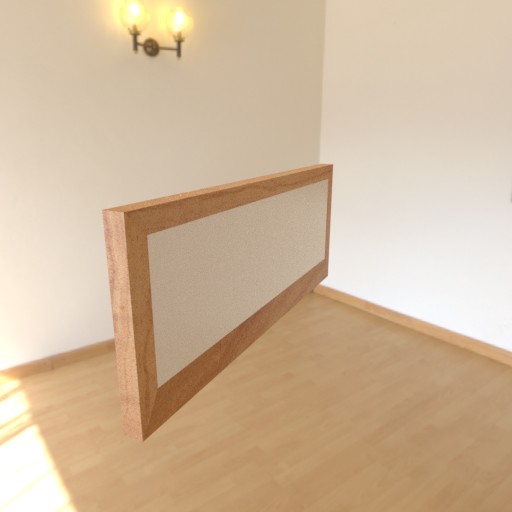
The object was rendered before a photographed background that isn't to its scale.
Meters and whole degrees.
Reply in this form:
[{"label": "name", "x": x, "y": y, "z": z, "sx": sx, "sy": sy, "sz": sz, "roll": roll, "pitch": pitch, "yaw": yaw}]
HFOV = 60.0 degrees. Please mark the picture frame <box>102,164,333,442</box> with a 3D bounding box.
[{"label": "picture frame", "x": 0.000, "y": 0.000, "z": 0.671, "sx": 0.045, "sy": 0.234, "sz": 0.582, "roll": 8, "pitch": 18, "yaw": 26}]
